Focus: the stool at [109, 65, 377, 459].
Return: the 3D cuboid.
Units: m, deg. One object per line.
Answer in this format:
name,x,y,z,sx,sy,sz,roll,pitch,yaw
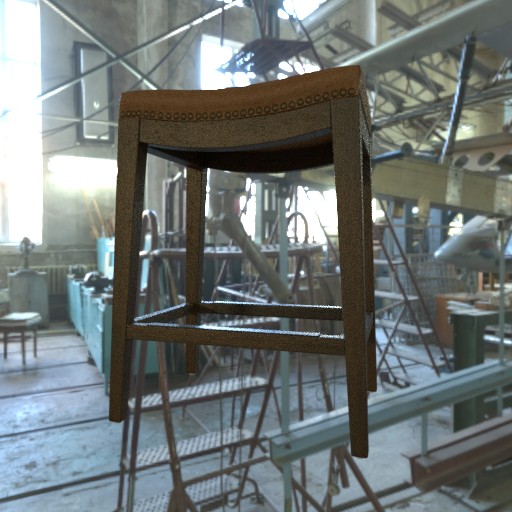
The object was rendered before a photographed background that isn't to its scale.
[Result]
stool,0.000,0.000,0.964,0.500,0.660,0.361,1,2,18
